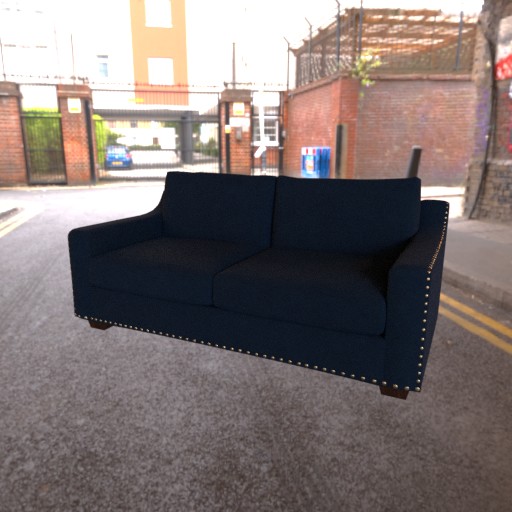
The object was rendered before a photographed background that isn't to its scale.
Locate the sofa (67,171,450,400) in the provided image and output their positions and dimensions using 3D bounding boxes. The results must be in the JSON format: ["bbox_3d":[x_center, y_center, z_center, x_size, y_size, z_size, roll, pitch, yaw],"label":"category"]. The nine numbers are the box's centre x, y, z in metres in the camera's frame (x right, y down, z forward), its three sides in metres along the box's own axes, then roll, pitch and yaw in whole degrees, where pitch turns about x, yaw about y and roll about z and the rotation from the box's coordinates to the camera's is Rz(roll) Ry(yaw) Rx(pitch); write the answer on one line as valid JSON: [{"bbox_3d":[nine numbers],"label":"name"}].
[{"bbox_3d":[0.000,0.000,2.753,2.107,0.983,1.104,7,15,25],"label":"sofa"}]
